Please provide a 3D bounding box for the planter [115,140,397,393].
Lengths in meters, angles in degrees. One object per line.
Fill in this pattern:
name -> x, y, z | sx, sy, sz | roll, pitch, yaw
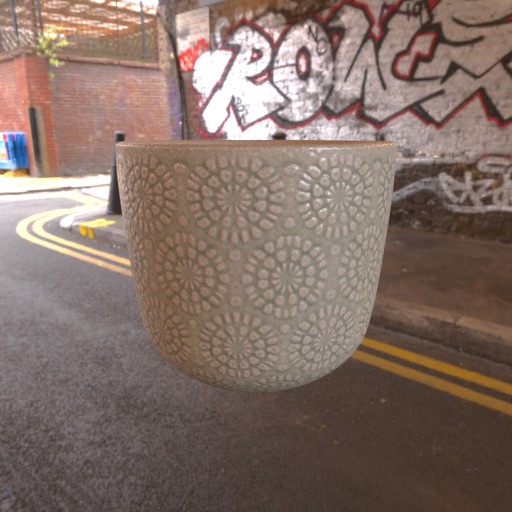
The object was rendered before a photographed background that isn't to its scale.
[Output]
planter -> 0.000, 0.000, 0.217 | 0.124, 0.109, 0.124 | 0, 15, 0
